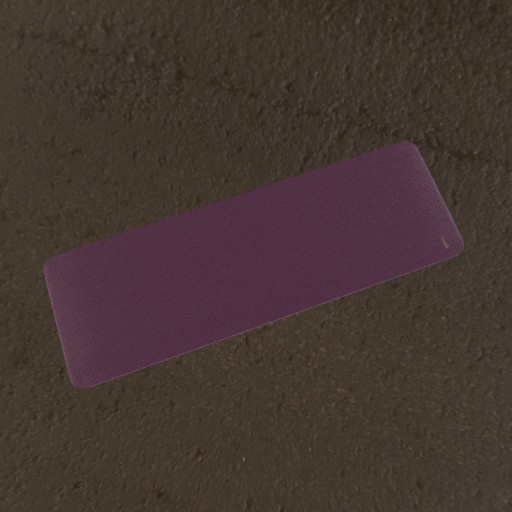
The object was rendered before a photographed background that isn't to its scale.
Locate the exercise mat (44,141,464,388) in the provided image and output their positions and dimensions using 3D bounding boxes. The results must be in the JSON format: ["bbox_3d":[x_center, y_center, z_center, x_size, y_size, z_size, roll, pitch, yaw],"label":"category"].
[{"bbox_3d":[0.000,0.000,2.038,1.869,0.021,0.616,-19,75,-5],"label":"exercise mat"}]
